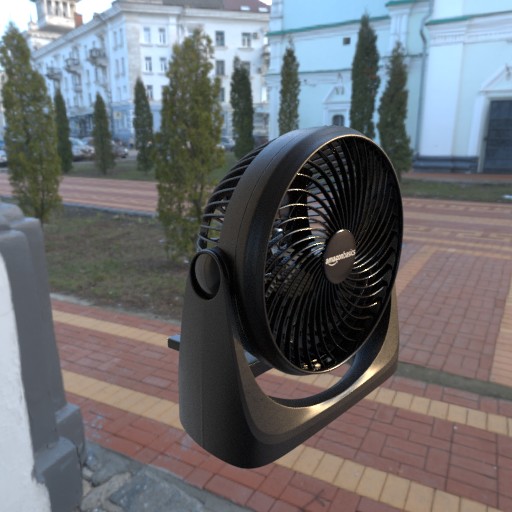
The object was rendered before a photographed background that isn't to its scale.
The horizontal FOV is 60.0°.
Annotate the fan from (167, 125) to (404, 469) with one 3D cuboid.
[{"bbox_3d":[0.000,0.000,0.497,0.256,0.277,0.273,14,20,43],"label":"fan"}]
